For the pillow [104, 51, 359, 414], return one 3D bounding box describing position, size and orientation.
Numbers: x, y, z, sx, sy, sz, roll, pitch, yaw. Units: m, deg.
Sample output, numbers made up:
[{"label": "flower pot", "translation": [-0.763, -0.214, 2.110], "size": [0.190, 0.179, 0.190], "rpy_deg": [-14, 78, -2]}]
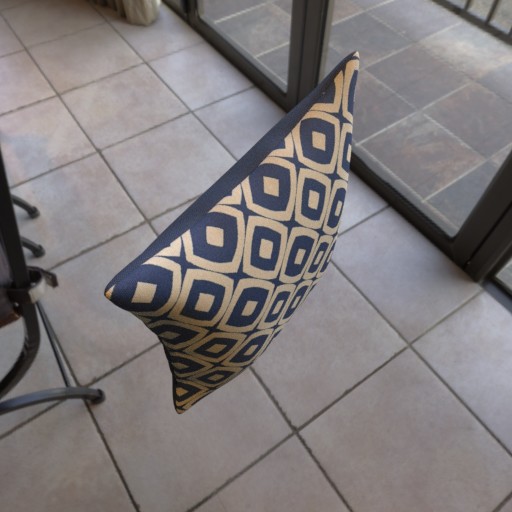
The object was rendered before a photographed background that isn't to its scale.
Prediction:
[{"label": "pillow", "translation": [0.000, 0.000, 0.753], "size": [0.188, 0.494, 0.504], "rpy_deg": [32, 63, 19]}]
